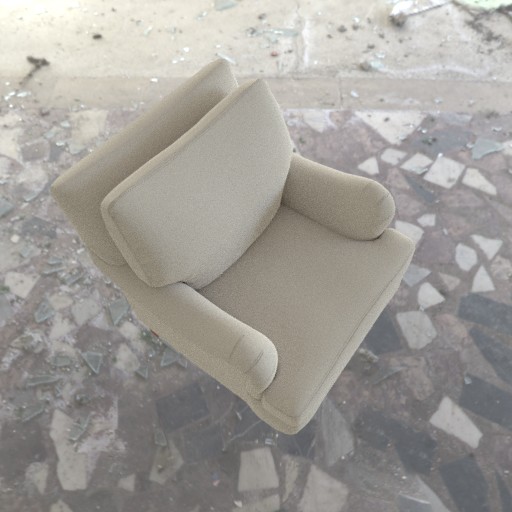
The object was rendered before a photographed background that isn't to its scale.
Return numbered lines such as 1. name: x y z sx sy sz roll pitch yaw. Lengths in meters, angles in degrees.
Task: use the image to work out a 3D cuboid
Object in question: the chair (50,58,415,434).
1. chair: 0.000 0.000 1.843 1.070 1.038 0.955 33 63 19
